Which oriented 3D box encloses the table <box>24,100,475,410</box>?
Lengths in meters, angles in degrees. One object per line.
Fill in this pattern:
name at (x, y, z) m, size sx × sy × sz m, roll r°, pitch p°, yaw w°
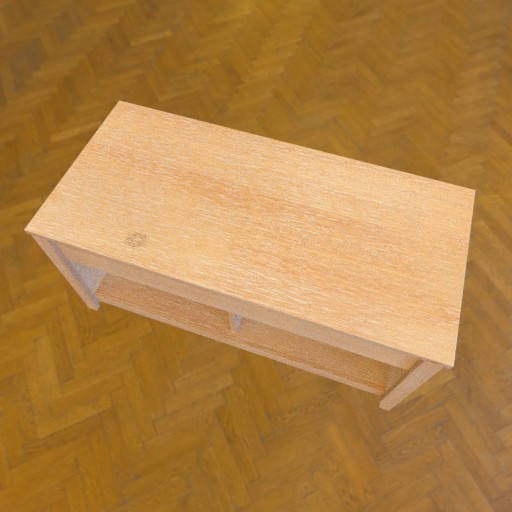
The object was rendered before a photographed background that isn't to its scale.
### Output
table at (0.000, 0.000, 1.295) m, size 1.016 × 0.457 × 0.483 m, roll 17°, pitch 61°, yaw 10°
